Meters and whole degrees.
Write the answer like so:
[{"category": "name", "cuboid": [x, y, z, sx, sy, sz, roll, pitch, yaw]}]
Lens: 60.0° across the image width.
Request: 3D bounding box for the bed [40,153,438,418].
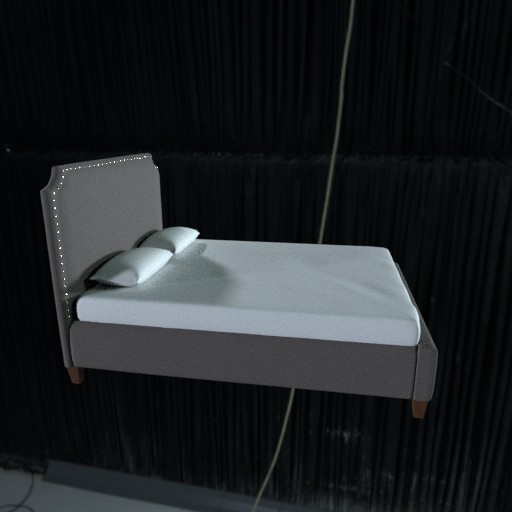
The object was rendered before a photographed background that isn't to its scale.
[{"category": "bed", "cuboid": [0.000, 0.000, 3.398, 2.372, 1.443, 1.713, 3, 17, 9]}]
